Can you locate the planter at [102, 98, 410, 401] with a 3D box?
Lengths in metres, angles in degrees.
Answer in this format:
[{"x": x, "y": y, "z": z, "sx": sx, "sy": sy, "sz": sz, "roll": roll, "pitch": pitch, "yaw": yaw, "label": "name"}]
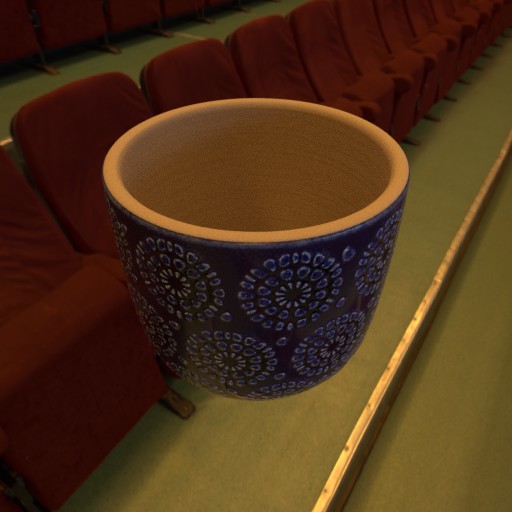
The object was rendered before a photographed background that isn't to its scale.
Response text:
[{"x": 0.000, "y": 0.000, "z": 0.288, "sx": 0.165, "sy": 0.149, "sz": 0.165, "roll": 0, "pitch": 39, "yaw": 0, "label": "planter"}]
